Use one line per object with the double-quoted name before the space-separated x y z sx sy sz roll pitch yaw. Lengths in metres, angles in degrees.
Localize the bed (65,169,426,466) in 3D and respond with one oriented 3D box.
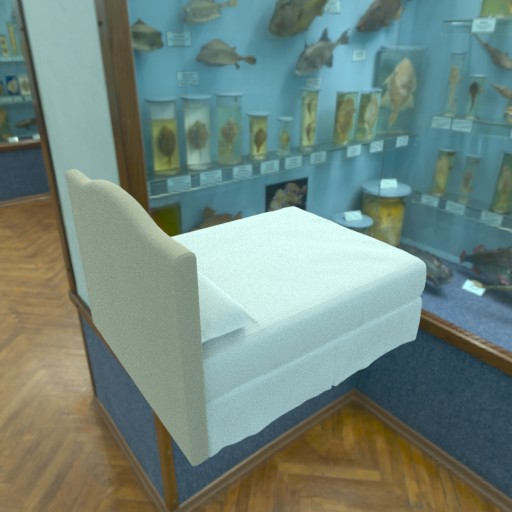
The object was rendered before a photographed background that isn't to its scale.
"bed" 0.000 0.000 3.364 2.143 1.460 1.753 -18 31 -32
